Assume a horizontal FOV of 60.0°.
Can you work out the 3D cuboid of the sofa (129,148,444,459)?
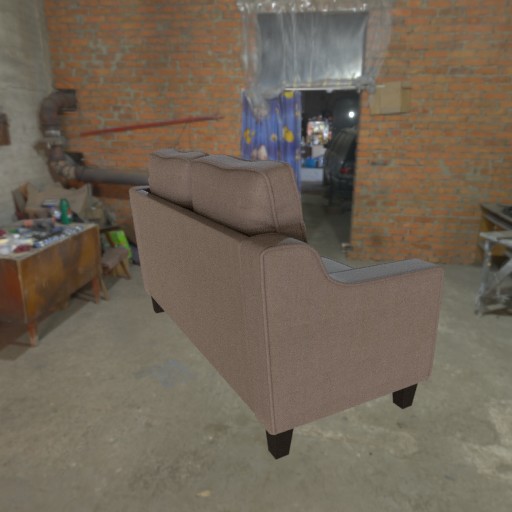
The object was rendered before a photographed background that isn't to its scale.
[{"bbox_3d":[0.000,0.000,2.060,0.791,0.948,1.500,-8,18,-27],"label":"sofa"}]
